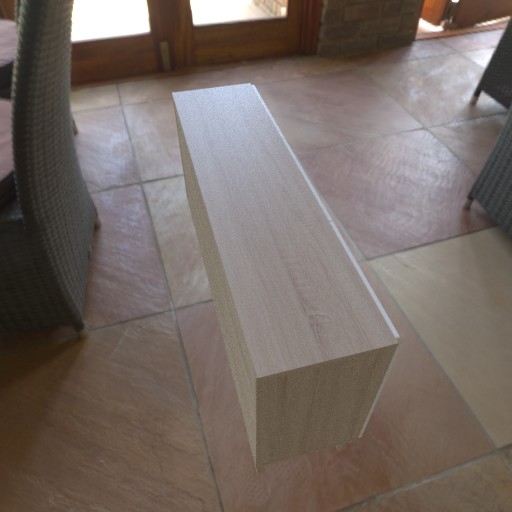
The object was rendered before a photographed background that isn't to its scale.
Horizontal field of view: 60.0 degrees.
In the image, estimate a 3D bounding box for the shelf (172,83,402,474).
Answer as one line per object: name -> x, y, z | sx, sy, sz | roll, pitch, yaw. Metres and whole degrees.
shelf -> 0.000, 0.000, 1.866 | 0.400, 0.780, 1.490 | -11, 48, -10
